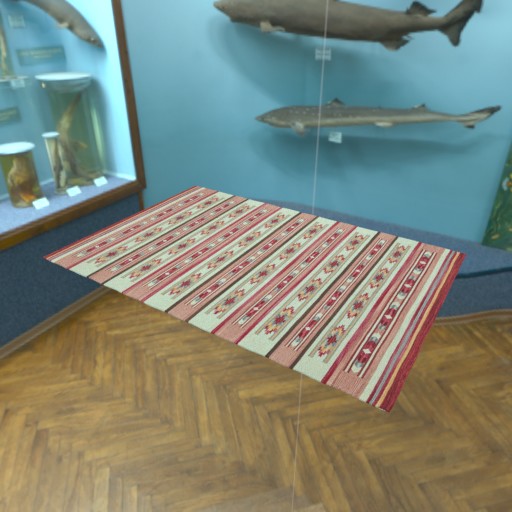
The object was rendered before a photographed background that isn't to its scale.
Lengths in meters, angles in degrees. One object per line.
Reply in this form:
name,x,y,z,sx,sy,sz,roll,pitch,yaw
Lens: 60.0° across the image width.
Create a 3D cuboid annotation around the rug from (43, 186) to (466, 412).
rug,0.000,0.000,2.290,1.817,0.008,1.223,18,34,28
